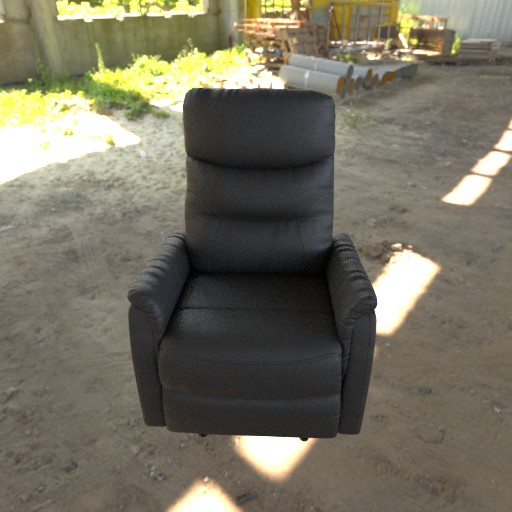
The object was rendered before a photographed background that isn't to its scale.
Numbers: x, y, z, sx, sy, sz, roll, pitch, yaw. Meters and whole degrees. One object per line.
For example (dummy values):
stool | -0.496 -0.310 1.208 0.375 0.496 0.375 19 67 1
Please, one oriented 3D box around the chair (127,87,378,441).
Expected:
chair | 0.000 0.000 1.620 0.775 1.082 0.831 1 29 2
